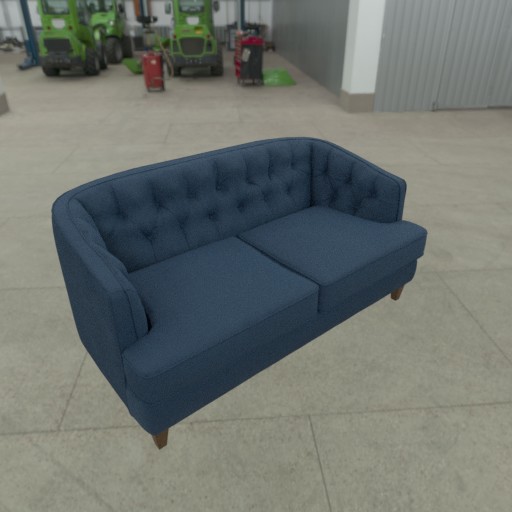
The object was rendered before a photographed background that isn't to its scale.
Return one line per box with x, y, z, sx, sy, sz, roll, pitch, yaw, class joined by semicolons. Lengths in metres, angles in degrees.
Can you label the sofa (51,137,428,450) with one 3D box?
0.000;0.000;2.239;1.733;0.854;0.941;-22;36;-34;sofa
